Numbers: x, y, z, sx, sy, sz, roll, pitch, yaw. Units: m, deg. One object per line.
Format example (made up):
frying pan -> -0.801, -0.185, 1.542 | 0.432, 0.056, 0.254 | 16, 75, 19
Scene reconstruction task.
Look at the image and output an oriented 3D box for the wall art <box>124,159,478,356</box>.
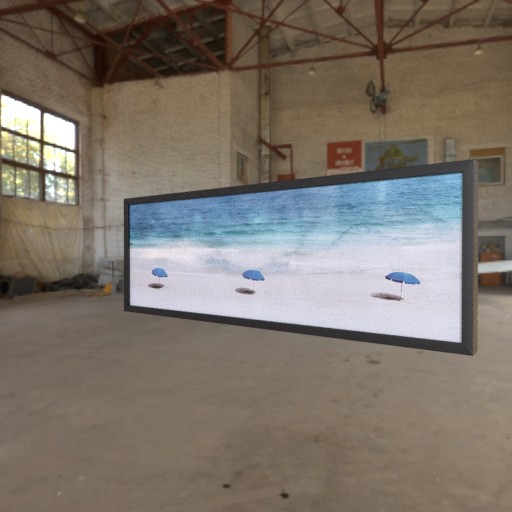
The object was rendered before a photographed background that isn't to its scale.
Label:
wall art -> 0.000, 0.000, 0.953 | 0.860, 0.303, 0.037 | 0, 1, 37
